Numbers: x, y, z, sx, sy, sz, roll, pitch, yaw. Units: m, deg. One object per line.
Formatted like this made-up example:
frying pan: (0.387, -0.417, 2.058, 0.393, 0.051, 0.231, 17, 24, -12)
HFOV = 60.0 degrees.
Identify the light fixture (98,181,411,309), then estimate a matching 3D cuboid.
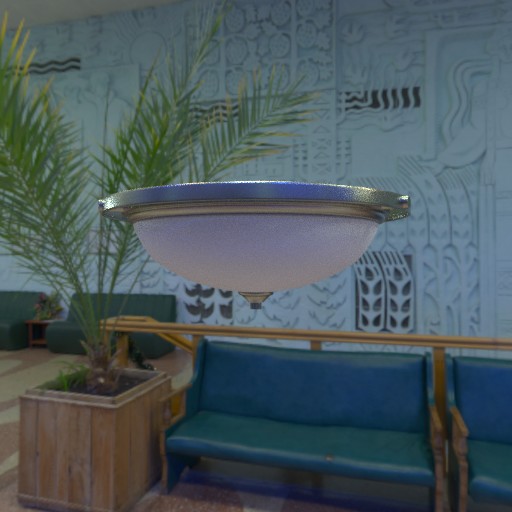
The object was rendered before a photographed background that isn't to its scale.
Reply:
light fixture: (0.000, 0.000, 0.546, 0.361, 0.130, 0.361, 0, 0, 0)
